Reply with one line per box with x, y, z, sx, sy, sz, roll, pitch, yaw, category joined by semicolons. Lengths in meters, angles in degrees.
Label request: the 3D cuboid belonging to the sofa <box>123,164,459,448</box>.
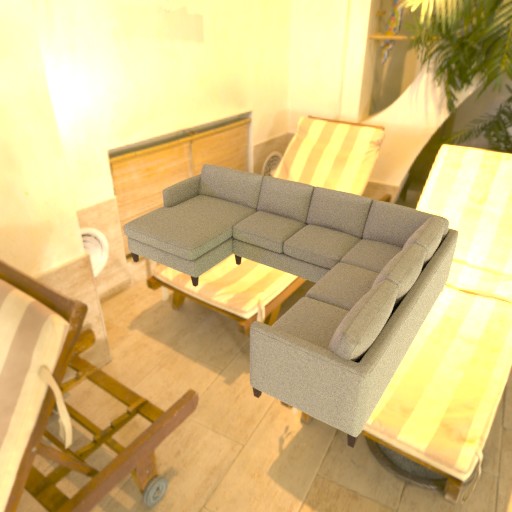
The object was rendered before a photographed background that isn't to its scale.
0.000;0.000;4.679;3.460;0.959;2.593;19;34;30;sofa
